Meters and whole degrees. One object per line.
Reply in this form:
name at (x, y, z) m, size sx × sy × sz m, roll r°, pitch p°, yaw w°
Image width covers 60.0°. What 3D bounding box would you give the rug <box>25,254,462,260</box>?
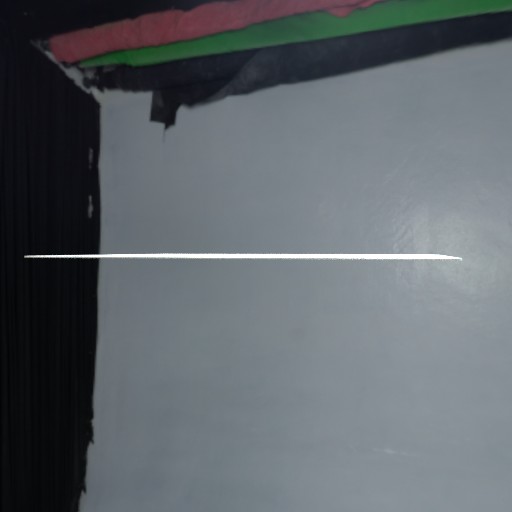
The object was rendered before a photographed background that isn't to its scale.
rug at (0.000, 0.000, 2.275) m, size 1.813 × 0.006 × 1.202 m, roll 0°, pitch 1°, yaw 19°
